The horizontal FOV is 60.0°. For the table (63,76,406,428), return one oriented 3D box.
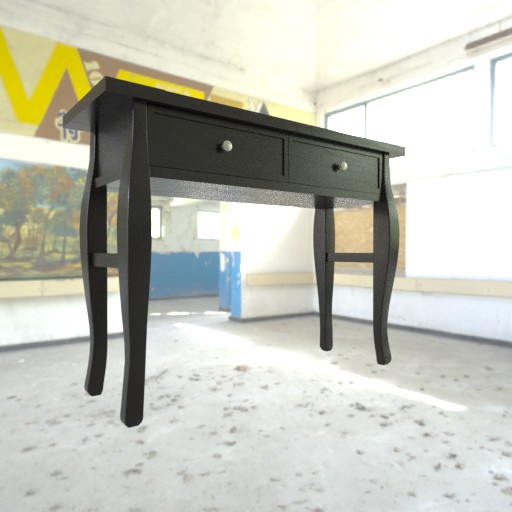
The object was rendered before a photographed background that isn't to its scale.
[{"bbox_3d":[0.000,0.000,1.399,1.062,0.768,0.373,0,1,-37],"label":"table"}]
